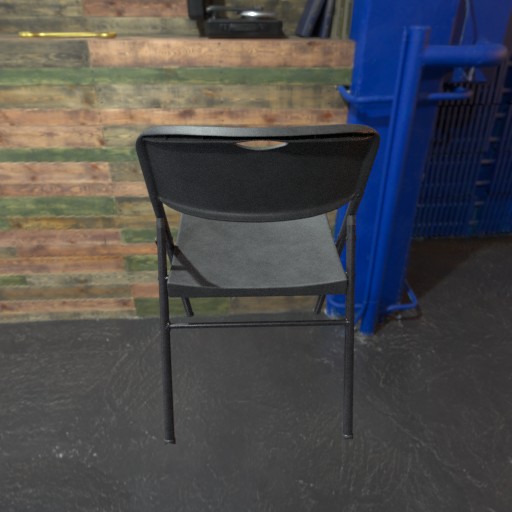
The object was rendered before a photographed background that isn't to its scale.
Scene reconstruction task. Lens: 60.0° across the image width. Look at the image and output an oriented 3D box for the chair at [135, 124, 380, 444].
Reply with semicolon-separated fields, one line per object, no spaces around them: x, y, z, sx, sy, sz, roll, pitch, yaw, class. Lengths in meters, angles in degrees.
0.000;0.000;1.176;0.494;0.810;0.566;-1;30;-2;chair
